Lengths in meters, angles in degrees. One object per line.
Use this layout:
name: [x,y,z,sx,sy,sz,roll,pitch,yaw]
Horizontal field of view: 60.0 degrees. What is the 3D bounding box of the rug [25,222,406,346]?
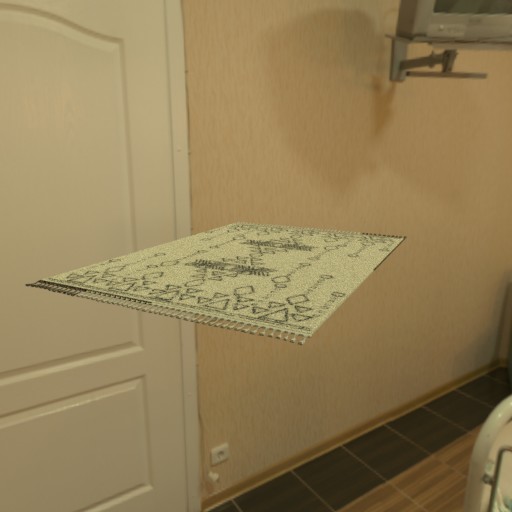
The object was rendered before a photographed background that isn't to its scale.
rug: [0.000,0.000,3.015,1.600,0.013,2.312,7,15,27]
